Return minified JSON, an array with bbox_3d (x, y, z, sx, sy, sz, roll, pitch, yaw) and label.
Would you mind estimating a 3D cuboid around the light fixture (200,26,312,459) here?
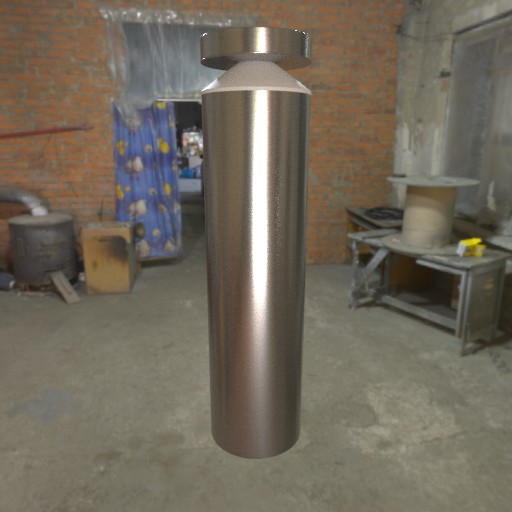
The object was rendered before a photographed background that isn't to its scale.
[{"bbox_3d":[0.000,0.000,0.448,0.102,0.400,0.102,-14,20,-42],"label":"light fixture"}]
